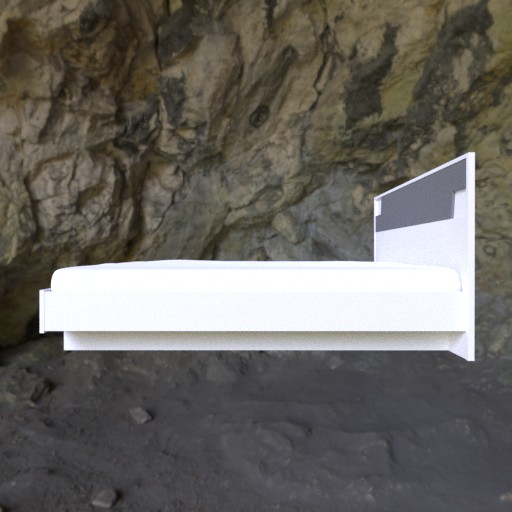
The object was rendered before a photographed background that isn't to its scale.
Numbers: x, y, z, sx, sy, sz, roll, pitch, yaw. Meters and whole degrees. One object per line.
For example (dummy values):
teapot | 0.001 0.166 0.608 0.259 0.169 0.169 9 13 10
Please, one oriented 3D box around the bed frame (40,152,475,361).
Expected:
bed frame | 0.000 0.000 2.982 2.100 1.001 1.711 0 0 0
